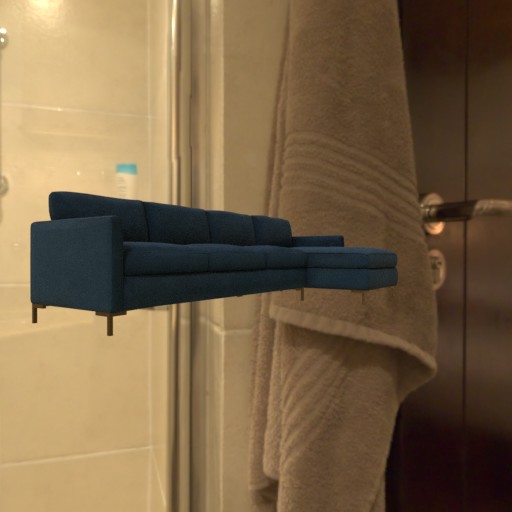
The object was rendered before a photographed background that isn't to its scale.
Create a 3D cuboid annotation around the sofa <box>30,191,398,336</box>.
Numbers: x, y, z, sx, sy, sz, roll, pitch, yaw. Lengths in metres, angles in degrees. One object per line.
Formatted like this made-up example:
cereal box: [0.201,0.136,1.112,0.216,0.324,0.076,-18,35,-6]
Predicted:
sofa: [0.000,0.000,3.477,1.350,0.810,2.932,0,0,35]
